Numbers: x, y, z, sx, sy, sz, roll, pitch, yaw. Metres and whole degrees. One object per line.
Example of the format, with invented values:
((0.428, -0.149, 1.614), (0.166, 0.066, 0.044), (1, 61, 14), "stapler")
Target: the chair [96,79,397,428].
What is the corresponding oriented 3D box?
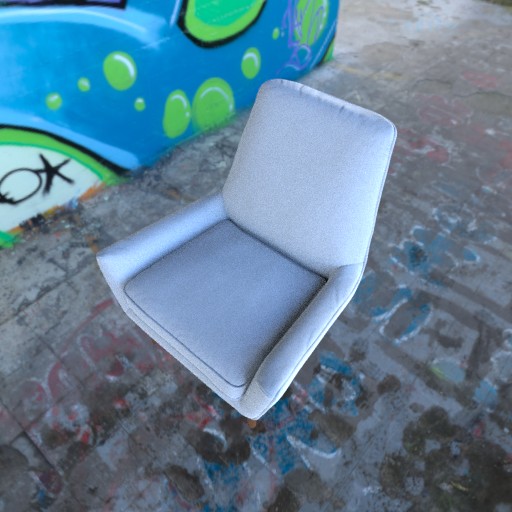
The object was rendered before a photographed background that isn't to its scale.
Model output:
((0.000, 0.000, 1.548), (0.787, 0.888, 0.822), (32, 55, 26), "chair")
